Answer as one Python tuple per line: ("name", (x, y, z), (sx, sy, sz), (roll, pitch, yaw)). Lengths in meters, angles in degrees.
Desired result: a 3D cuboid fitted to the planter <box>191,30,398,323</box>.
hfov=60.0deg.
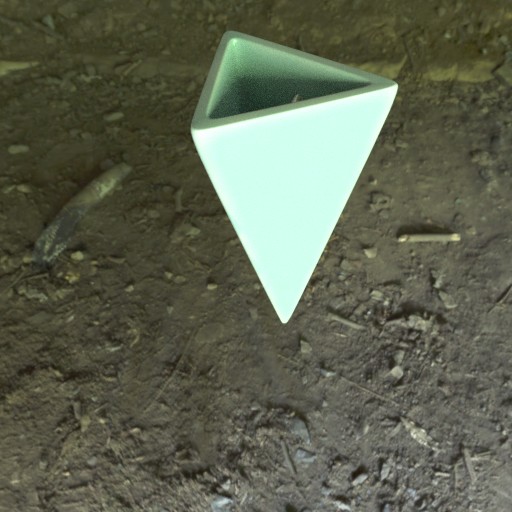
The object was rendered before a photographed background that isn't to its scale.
("planter", (0.000, 0.000, 0.219), (0.080, 0.178, 0.064), (31, 53, 26))
